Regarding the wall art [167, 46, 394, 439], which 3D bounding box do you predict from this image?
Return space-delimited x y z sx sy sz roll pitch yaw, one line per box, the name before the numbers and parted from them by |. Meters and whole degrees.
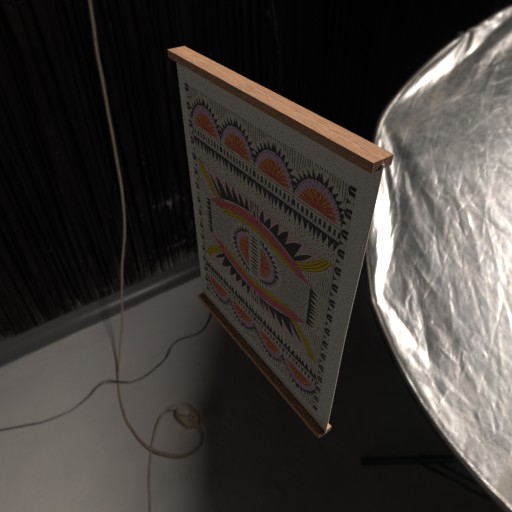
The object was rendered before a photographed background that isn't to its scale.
wall art | 0.000 0.000 0.703 0.028 0.527 0.403 -26 48 -26
